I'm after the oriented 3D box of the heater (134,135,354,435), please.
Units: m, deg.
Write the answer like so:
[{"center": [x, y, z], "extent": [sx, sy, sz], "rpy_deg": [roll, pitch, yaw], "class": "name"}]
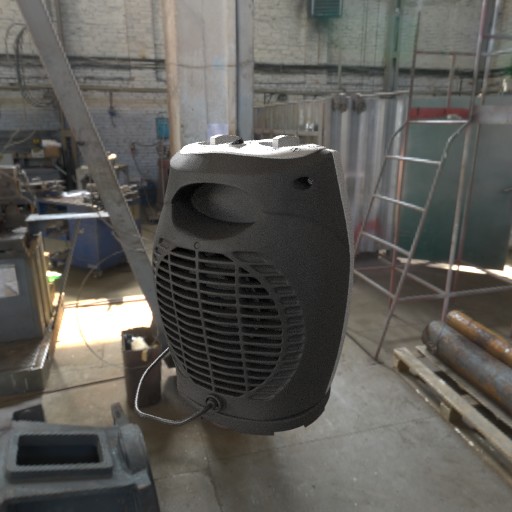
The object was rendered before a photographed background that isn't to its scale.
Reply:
[{"center": [0.000, 0.000, 0.479], "extent": [0.239, 0.255, 0.291], "rpy_deg": [9, 19, 27], "class": "heater"}]
